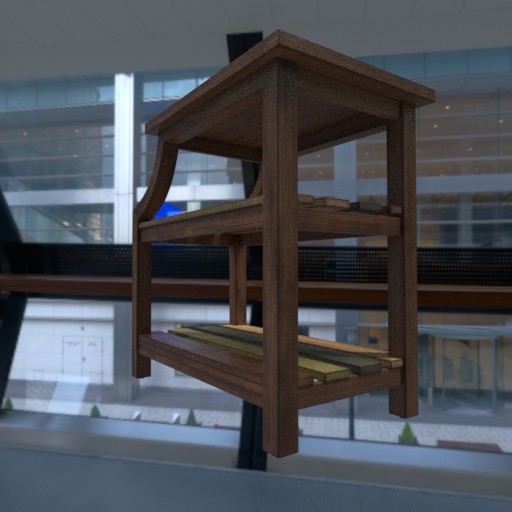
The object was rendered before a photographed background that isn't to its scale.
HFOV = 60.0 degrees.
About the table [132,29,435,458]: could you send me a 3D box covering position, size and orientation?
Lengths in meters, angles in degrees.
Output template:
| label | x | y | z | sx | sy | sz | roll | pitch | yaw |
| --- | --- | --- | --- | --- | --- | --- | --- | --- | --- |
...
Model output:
| label | x | y | z | sx | sy | sz | roll | pitch | yaw |
| --- | --- | --- | --- | --- | --- | --- | --- | --- | --- |
| table | 0.000 | 0.000 | 0.930 | 0.356 | 0.584 | 0.609 | 1 | -2 | -35 |
